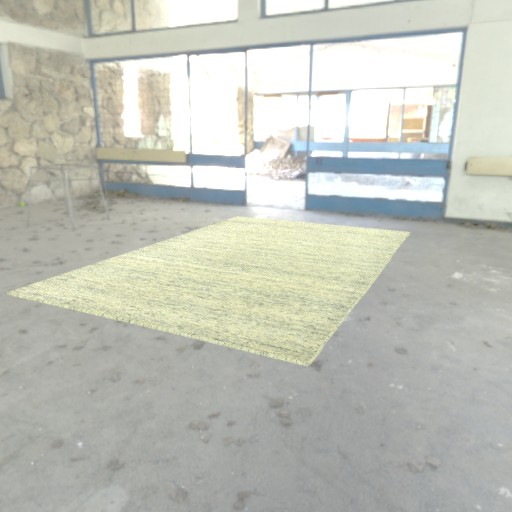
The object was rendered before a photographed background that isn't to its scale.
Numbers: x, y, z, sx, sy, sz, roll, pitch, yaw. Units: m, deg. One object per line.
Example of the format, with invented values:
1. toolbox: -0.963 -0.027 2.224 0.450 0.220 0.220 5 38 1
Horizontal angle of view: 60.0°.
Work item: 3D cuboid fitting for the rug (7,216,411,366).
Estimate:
1. rug: 0.000 0.000 2.235 1.243 0.014 1.846 8 17 26
